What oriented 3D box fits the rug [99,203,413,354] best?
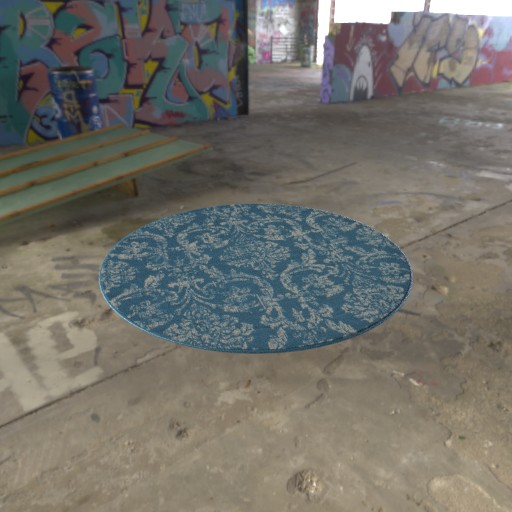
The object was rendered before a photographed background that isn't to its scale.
[{"bbox_3d":[0.000,0.000,2.358,1.593,0.012,1.593,0,27,0],"label":"rug"}]
